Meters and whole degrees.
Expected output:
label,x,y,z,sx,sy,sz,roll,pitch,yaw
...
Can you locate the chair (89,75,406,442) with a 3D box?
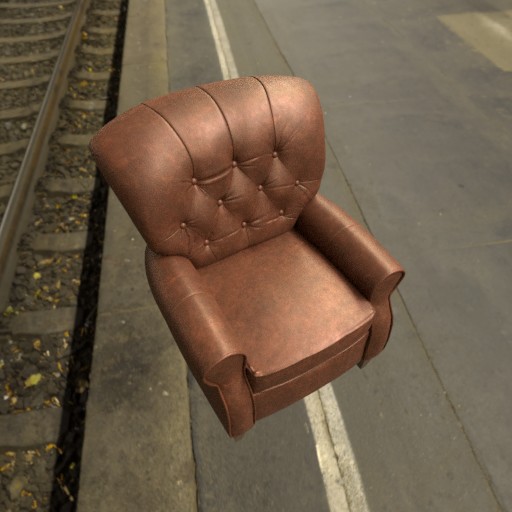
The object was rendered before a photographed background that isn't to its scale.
label,x,y,z,sx,sy,sz,roll,pitch,yaw
chair,0.000,0.000,1.923,0.979,1.162,1.031,-23,51,-20
